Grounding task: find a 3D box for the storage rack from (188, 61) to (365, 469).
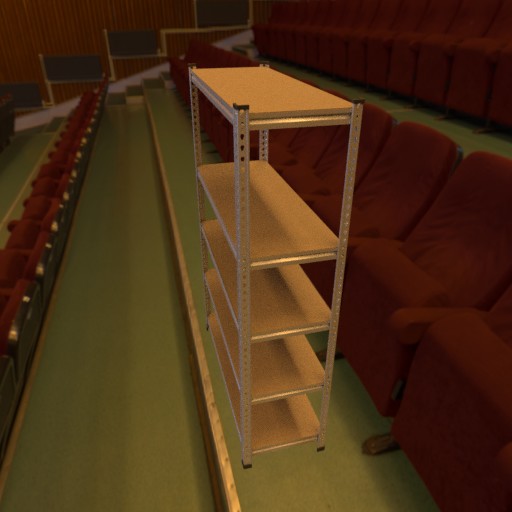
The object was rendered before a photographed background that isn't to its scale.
[{"bbox_3d":[0.000,0.000,2.424,0.457,1.829,1.219,-7,30,-13],"label":"storage rack"}]
